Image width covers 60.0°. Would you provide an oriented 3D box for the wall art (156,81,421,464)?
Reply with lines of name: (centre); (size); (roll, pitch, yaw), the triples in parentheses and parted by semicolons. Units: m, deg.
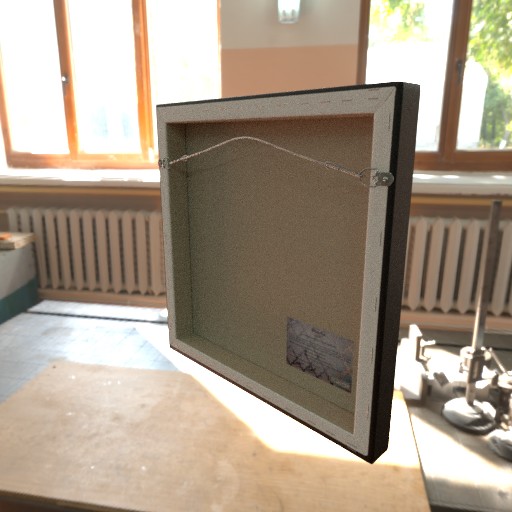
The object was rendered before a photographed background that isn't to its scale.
wall art: (0.000, 0.000, 0.597); (0.041, 0.407, 0.406); (-14, 20, -43)
